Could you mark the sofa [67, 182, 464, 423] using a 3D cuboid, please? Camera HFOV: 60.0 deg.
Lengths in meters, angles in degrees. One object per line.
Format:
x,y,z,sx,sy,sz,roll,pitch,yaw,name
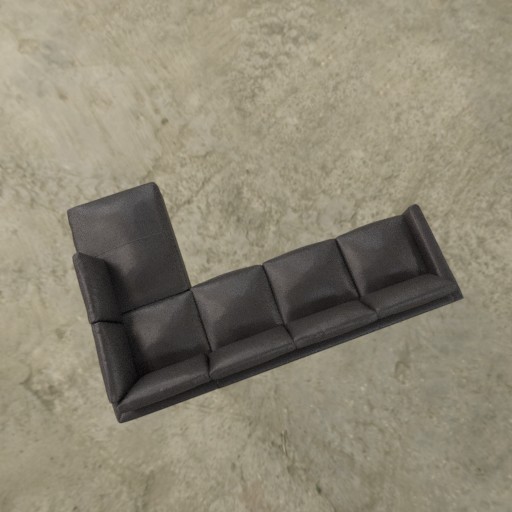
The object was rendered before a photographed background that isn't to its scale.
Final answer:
0.000,0.000,3.958,2.984,0.877,1.938,-19,76,-5,sofa
